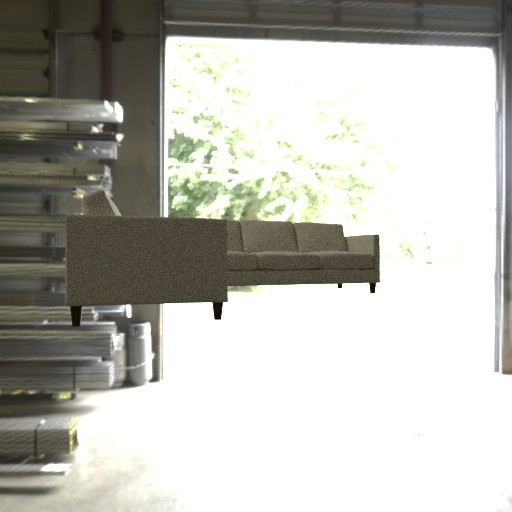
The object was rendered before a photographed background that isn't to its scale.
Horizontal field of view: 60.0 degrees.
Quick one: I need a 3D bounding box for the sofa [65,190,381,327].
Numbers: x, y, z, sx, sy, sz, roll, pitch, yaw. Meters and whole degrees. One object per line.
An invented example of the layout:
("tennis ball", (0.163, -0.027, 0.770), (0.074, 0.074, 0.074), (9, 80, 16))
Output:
("sofa", (0.000, 0.000, 4.285), (3.182, 0.863, 2.432), (0, 0, -18))
